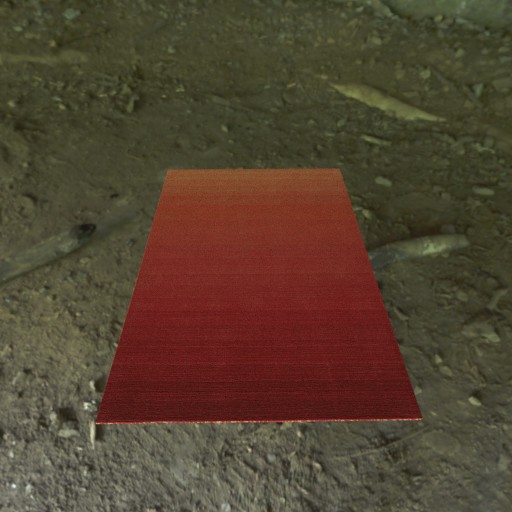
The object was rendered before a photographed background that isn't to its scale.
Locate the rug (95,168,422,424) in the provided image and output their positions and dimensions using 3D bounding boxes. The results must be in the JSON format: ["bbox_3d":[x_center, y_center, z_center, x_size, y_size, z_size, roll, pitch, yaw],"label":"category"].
[{"bbox_3d":[0.000,0.000,3.009,1.531,0.010,2.442,-1,39,-1],"label":"rug"}]
